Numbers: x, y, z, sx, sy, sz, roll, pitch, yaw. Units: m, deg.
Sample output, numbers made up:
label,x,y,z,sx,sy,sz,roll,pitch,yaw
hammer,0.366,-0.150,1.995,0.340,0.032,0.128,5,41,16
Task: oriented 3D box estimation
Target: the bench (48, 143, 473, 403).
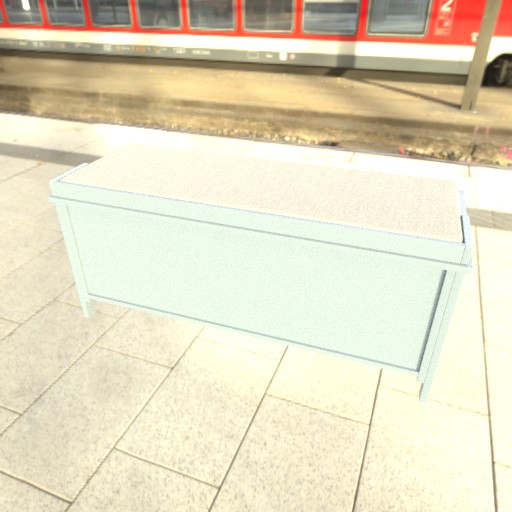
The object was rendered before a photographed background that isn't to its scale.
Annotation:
label,x,y,z,sx,sy,sz,roll,pitch,yaw
bench,0.000,0.000,1.391,1.140,0.501,0.398,10,33,16
